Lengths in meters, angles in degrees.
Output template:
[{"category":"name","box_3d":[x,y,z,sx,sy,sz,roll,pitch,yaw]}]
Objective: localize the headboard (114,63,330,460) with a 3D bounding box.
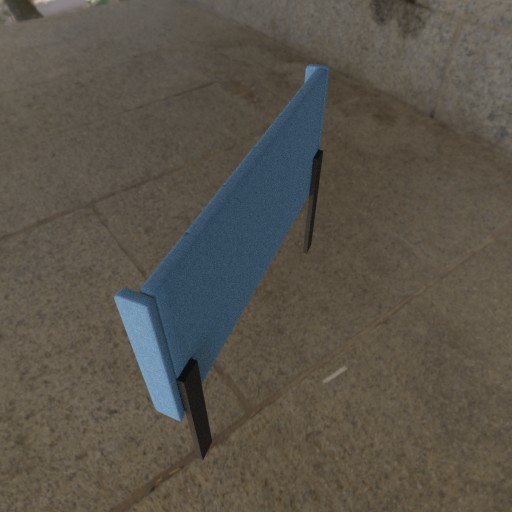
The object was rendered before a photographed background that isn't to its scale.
[{"category":"headboard","box_3d":[0.000,0.000,2.694,0.184,1.524,2.051,18,49,16]}]
